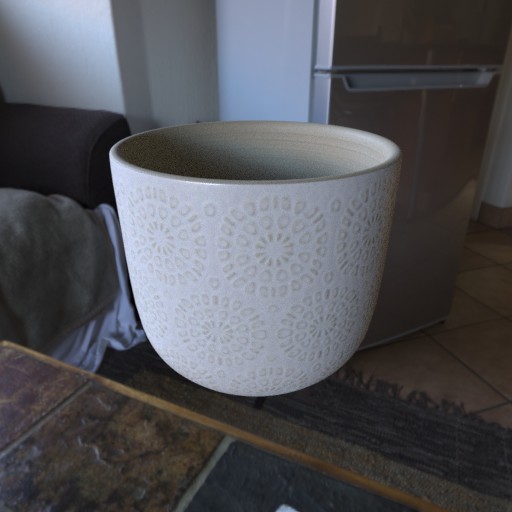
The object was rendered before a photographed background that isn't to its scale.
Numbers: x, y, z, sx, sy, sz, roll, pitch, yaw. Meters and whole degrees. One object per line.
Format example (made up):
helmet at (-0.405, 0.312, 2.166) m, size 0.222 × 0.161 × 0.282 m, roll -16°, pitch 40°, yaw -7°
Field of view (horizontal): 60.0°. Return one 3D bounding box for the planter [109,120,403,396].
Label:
planter at (0.000, 0.000, 0.300) m, size 0.170 × 0.152 × 0.170 m, roll 0°, pitch 26°, yaw 0°
